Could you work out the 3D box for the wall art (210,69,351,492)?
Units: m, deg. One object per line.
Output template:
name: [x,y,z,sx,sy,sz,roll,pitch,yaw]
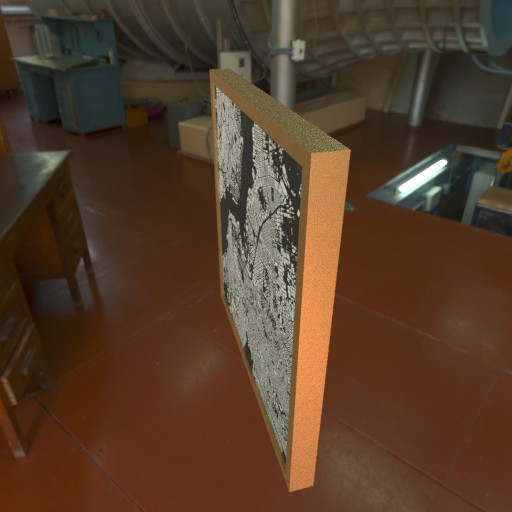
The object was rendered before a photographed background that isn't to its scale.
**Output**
wall art: [0.000,0.000,1.856,0.095,1.284,1.284,-8,32,-13]
